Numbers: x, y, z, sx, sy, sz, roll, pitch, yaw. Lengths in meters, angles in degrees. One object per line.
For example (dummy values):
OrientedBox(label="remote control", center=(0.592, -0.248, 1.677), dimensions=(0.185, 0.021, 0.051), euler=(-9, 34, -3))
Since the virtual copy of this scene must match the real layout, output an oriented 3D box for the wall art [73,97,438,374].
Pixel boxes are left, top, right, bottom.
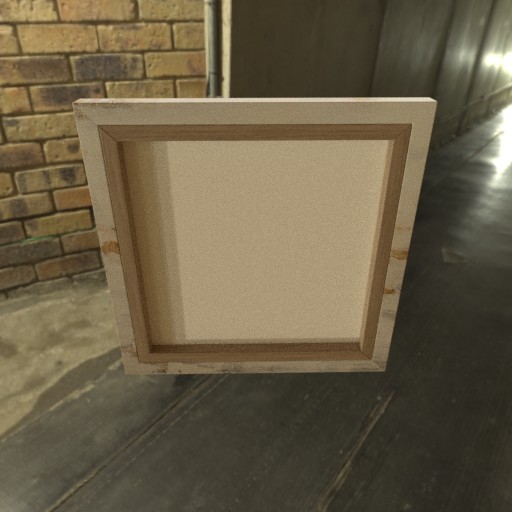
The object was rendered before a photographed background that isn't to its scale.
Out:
OrientedBox(label="wall art", center=(0.000, 0.000, 0.908), dimensions=(0.611, 0.613, 0.040), euler=(0, 30, -1))
